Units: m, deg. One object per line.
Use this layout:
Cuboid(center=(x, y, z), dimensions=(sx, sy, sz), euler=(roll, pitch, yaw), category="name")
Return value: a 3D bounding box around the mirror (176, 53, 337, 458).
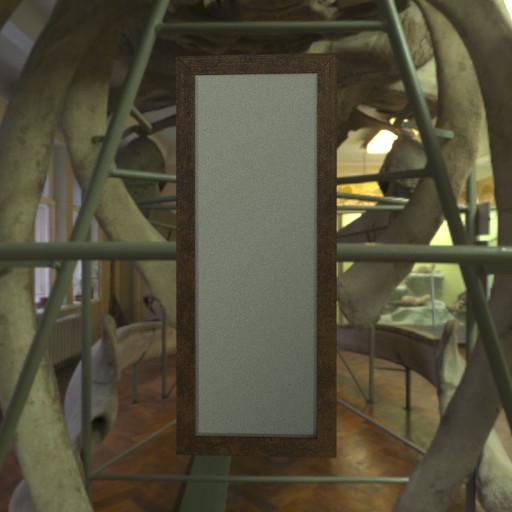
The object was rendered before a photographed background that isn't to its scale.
Cuboid(center=(0.000, 0.000, 2.256), dimensions=(0.812, 2.031, 0.032), euler=(0, 0, 2), category="mirror")
